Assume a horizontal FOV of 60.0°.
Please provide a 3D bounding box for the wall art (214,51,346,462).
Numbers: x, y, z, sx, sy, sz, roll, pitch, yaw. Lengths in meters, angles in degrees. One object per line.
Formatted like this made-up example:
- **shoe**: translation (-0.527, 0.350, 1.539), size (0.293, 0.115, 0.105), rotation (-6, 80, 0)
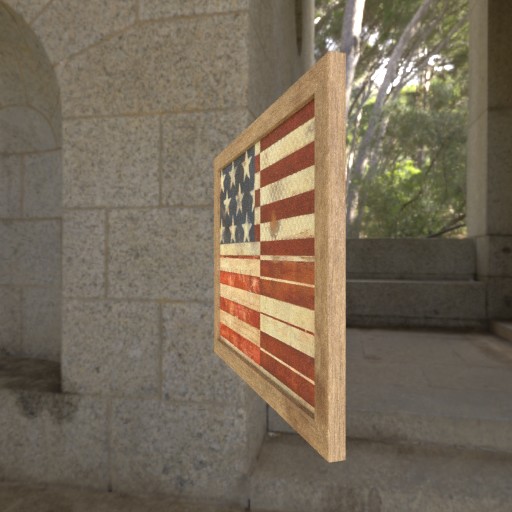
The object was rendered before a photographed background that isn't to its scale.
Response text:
- **wall art**: translation (0.000, 0.000, 0.907), size (0.026, 0.535, 0.690), rotation (0, 0, -18)
